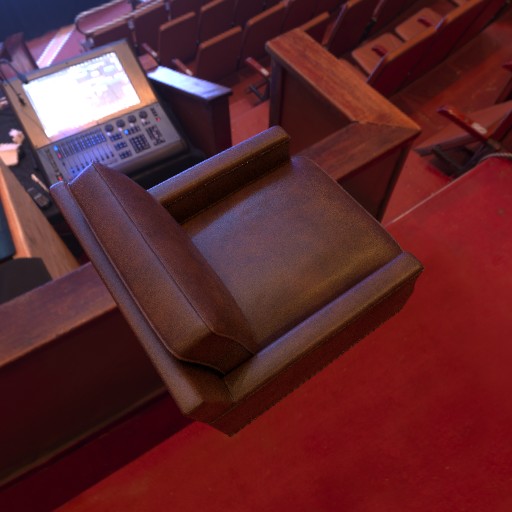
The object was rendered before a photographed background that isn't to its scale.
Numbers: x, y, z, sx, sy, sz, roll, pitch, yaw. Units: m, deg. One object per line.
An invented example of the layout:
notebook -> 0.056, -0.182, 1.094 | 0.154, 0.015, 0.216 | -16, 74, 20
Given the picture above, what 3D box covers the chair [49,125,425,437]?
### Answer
chair -> 0.000, 0.000, 1.654 | 1.014, 0.929, 0.853 | -32, 64, -17
